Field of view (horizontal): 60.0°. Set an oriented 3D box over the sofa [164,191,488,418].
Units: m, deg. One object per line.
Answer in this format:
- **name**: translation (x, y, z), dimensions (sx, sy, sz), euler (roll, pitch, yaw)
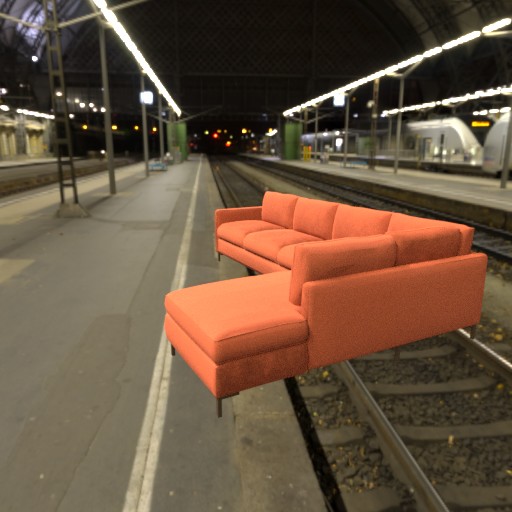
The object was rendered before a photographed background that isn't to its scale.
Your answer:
- **sofa**: translation (0.000, 0.000, 3.523), dimensions (1.879, 0.757, 2.736), euler (-7, 16, -27)
